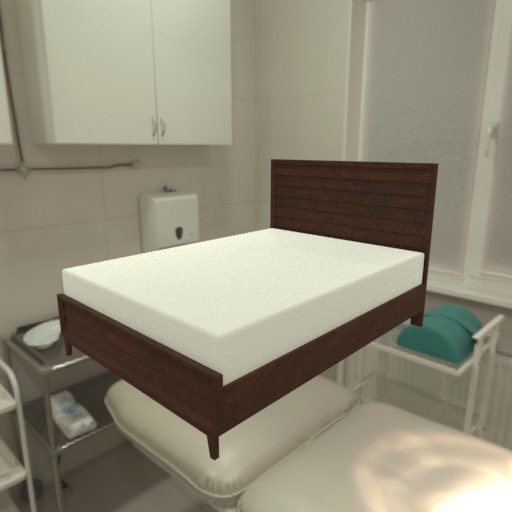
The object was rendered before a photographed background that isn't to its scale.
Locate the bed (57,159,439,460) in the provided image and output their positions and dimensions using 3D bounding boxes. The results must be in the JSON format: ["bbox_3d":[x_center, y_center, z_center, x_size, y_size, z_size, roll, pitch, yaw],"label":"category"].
[{"bbox_3d":[0.000,0.000,3.148,1.600,1.270,2.184,13,19,42],"label":"bed"}]
